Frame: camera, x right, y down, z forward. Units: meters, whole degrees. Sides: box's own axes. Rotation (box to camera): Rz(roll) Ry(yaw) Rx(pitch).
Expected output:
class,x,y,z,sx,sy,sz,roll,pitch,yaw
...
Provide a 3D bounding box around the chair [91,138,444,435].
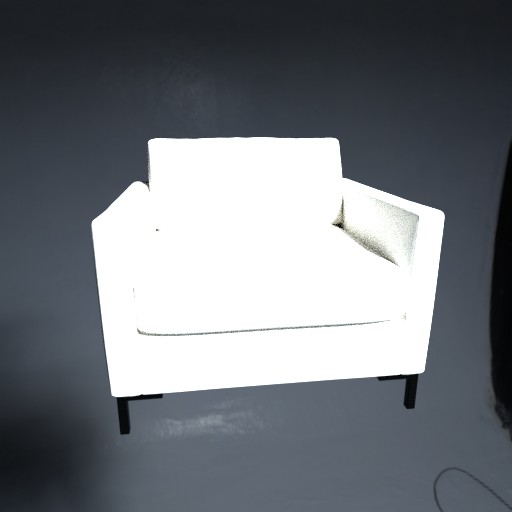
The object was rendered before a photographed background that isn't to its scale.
class,x,y,z,sx,sy,sz,roll,pitch,yaw
chair,0.000,0.000,1.593,0.964,0.806,0.875,-2,17,-8
